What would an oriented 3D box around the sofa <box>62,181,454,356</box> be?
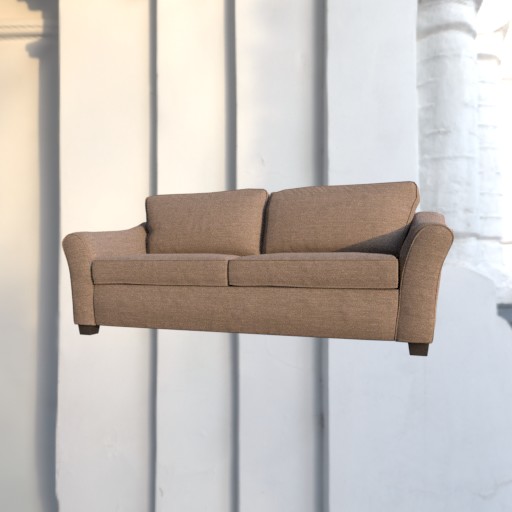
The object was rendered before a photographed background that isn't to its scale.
[{"bbox_3d":[0.000,0.000,2.807,2.270,0.965,0.980,0,-1,19],"label":"sofa"}]
